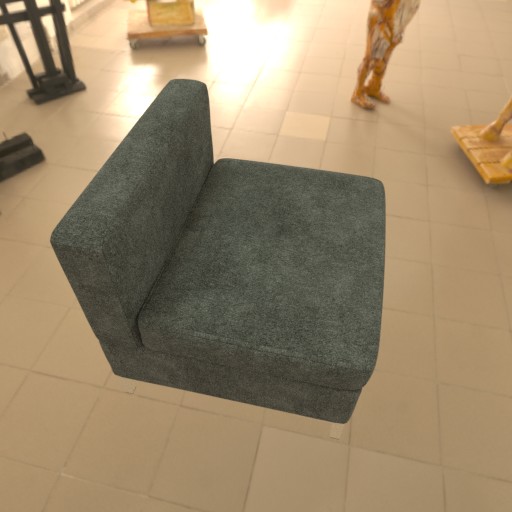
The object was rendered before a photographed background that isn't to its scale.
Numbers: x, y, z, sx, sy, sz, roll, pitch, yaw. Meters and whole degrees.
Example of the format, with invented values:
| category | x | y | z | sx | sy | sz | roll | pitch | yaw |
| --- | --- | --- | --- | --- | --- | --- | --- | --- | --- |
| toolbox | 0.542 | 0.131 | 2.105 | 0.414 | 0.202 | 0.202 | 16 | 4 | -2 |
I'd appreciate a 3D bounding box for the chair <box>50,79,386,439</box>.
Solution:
| category | x | y | z | sx | sy | sz | roll | pitch | yaw |
| --- | --- | --- | --- | --- | --- | --- | --- | --- | --- |
| chair | 0.000 | 0.000 | 1.224 | 0.680 | 0.660 | 0.680 | 9 | 48 | 9 |
